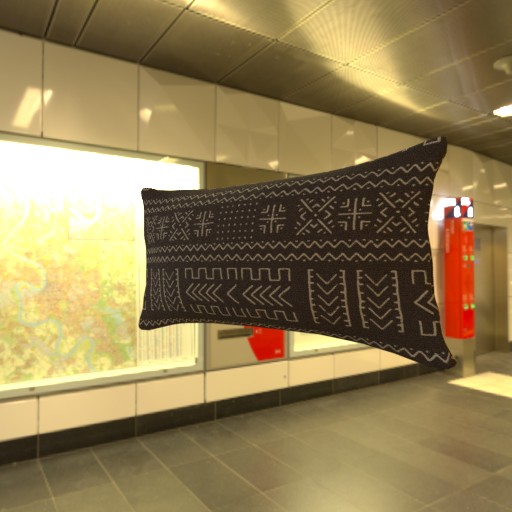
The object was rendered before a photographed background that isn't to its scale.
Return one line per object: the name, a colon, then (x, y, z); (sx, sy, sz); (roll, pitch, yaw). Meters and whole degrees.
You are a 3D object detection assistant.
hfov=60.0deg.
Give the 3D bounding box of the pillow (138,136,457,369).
pillow: (0.000, 0.000, 0.798); (0.667, 0.322, 0.135); (-1, -2, 37)
